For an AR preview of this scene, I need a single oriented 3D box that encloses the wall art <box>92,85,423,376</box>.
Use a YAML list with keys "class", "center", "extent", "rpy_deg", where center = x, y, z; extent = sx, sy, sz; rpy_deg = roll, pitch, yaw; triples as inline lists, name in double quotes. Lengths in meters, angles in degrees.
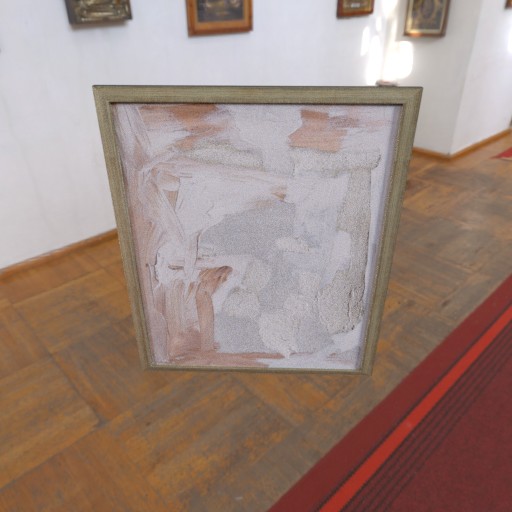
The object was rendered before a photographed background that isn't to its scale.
- class: "wall art"
  center: [0.000, 0.000, 0.912]
  extent: [0.559, 0.660, 0.018]
  rpy_deg: [1, 30, 2]
